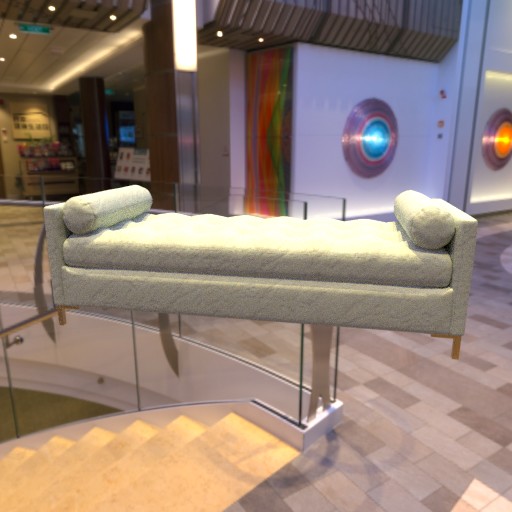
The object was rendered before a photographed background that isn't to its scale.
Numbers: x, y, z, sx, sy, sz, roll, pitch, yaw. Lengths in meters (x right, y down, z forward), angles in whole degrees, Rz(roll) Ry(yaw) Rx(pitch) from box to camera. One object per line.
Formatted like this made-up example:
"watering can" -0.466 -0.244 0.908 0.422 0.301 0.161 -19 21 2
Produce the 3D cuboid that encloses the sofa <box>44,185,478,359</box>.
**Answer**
"sofa" 0.000 0.000 2.503 2.102 0.705 0.796 3 15 11
